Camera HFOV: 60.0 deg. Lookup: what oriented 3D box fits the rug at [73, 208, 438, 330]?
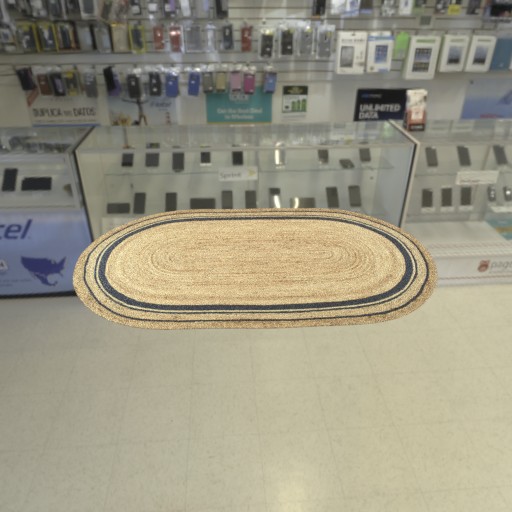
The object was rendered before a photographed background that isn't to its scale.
[{"bbox_3d":[0.000,0.000,3.068,2.432,0.006,1.520,-1,31,-2],"label":"rug"}]
